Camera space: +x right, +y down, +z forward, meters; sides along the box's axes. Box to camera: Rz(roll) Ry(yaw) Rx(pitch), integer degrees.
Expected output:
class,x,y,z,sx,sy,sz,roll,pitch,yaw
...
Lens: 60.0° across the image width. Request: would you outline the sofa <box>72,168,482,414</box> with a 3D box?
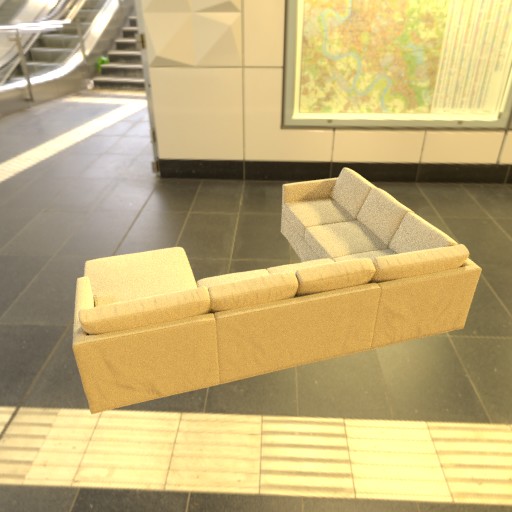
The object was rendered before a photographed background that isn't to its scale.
class,x,y,z,sx,sy,sz,roll,pitch,yaw
sofa,0.000,0.000,4.598,3.460,0.882,2.427,-9,32,-15
